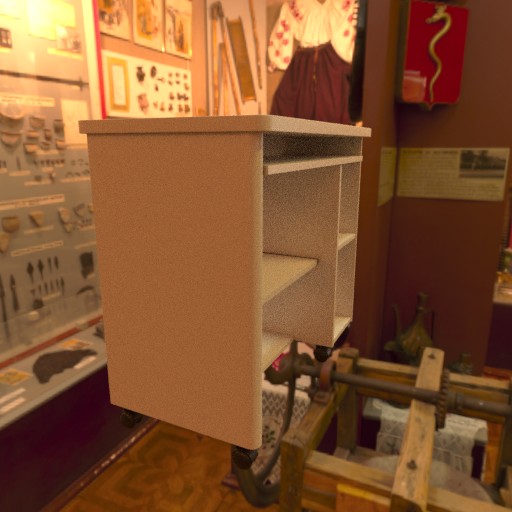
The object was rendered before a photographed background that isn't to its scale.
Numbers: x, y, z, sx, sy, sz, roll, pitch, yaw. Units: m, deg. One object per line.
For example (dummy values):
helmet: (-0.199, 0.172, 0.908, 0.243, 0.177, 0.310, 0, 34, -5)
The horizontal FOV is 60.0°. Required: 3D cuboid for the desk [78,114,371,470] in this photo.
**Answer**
desk: (0.000, 0.000, 1.348, 0.475, 0.763, 0.877, 7, 16, 25)
